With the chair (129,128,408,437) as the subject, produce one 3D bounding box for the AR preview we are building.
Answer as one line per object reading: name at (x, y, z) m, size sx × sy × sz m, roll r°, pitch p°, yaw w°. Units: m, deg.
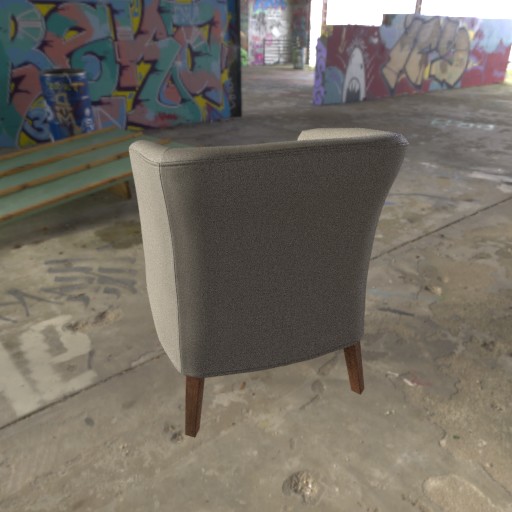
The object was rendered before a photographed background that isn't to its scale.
chair at (0.000, 0.000, 1.265) m, size 0.600 × 0.771 × 0.668 m, roll -8°, pitch 28°, yaw -16°
